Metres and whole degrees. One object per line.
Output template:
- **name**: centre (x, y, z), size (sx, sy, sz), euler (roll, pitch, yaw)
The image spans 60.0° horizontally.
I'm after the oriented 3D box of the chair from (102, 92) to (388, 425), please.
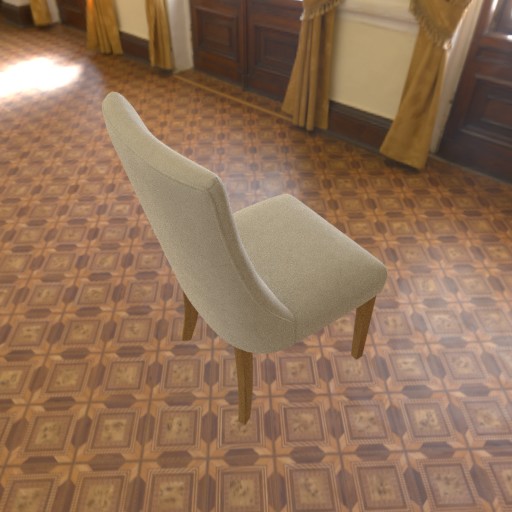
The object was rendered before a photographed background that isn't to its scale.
- **chair**: centre (0.000, 0.000, 1.256), size (0.610, 0.902, 0.495), euler (-24, 47, -25)
